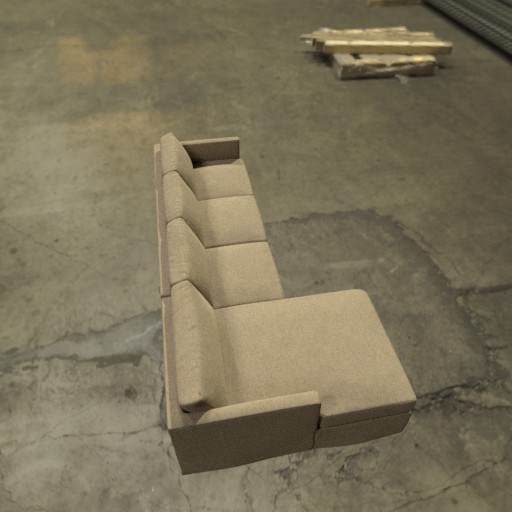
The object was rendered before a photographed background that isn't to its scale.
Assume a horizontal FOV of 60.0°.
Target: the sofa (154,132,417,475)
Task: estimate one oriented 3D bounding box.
[{"bbox_3d":[0.000,0.000,3.919,1.638,0.920,3.198,-8,45,-8],"label":"sofa"}]
